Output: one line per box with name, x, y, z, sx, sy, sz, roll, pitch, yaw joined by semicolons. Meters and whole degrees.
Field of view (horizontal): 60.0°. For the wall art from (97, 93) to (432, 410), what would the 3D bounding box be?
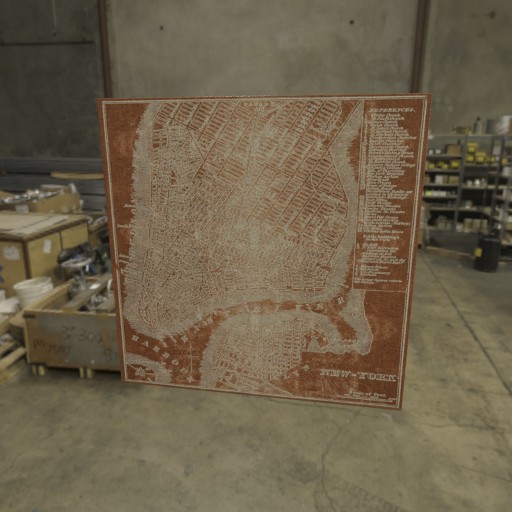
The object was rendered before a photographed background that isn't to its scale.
wall art;0.000;0.000;0.594;0.403;0.403;0.035;3;15;10
